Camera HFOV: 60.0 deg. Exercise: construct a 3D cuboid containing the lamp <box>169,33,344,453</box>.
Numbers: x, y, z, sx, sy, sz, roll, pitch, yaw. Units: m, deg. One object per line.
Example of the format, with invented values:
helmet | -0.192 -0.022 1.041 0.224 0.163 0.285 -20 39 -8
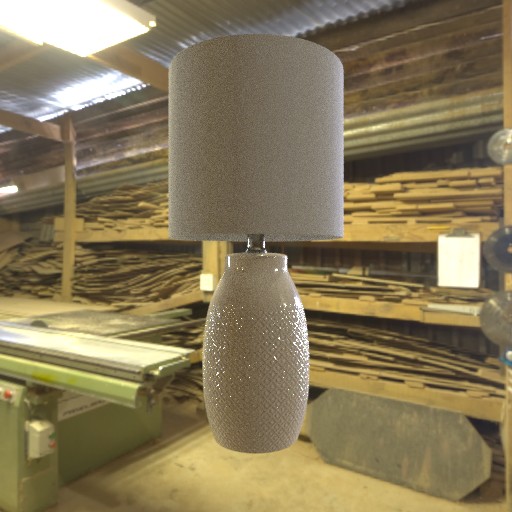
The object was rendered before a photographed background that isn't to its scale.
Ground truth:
lamp | 0.000 0.000 0.559 0.217 0.453 0.217 0 0 37
